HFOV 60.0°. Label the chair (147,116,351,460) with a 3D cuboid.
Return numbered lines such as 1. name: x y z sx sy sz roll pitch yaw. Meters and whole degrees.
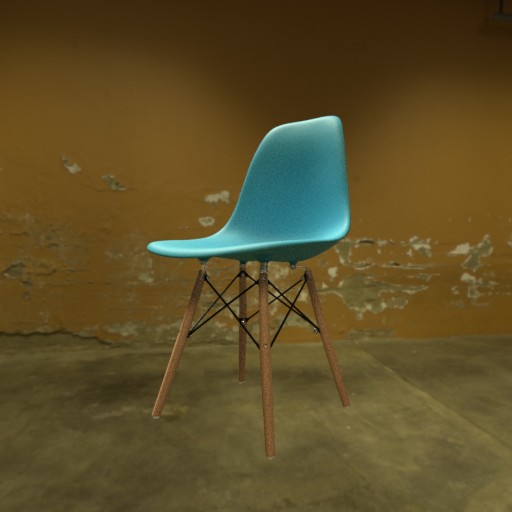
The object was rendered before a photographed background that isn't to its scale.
1. chair: 0.000 0.000 1.167 0.470 0.826 0.531 1 2 37
